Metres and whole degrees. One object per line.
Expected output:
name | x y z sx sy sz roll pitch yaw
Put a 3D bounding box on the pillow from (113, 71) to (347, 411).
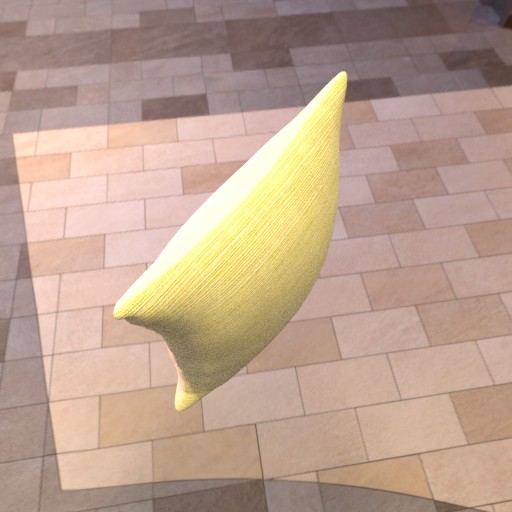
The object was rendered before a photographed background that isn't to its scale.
pillow | 0.000 0.000 0.826 0.229 0.487 0.560 31 63 18
